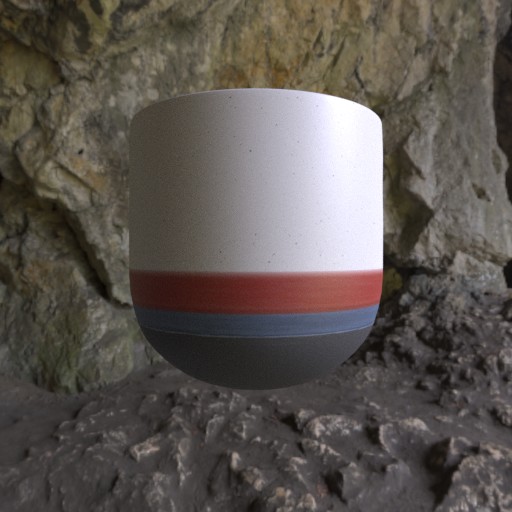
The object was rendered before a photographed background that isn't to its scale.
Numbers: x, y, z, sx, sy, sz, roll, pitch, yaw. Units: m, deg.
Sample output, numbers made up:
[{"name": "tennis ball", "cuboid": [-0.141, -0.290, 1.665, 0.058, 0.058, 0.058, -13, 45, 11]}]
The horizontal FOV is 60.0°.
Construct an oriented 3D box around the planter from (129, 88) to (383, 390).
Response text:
[{"name": "planter", "cuboid": [0.000, 0.000, 0.487, 0.268, 0.270, 0.268, 0, 0, 0]}]
